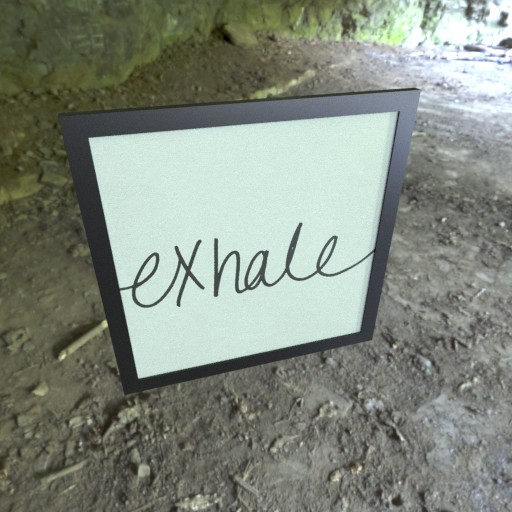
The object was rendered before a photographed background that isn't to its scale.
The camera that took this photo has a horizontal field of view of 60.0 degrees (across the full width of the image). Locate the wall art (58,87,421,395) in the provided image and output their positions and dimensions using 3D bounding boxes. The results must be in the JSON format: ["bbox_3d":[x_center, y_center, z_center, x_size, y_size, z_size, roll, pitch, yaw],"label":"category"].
[{"bbox_3d":[0.000,0.000,0.652,0.446,0.445,0.014,-9,34,-14],"label":"wall art"}]
